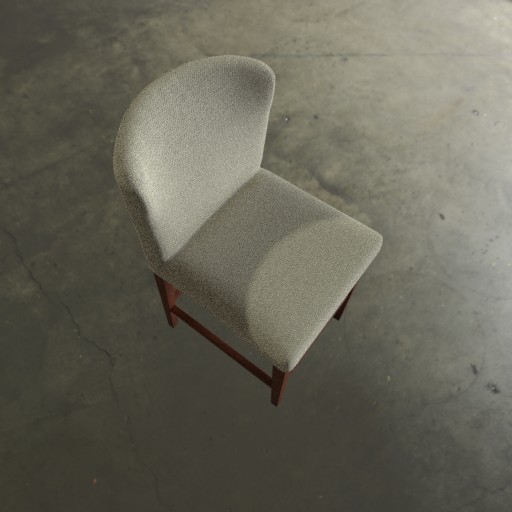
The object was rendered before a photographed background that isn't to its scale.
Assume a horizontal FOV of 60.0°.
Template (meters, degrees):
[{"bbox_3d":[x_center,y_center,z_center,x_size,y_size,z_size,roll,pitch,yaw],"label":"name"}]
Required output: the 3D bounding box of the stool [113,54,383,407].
[{"bbox_3d":[0.000,0.000,1.303,0.568,0.969,0.481,33,65,18],"label":"stool"}]
